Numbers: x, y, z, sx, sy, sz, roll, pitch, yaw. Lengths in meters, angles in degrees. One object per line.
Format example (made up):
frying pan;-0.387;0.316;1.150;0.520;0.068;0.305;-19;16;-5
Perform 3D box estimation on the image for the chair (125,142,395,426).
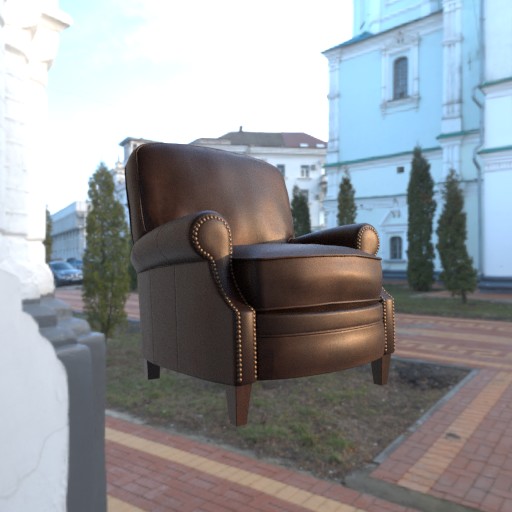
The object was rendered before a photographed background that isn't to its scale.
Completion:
chair;0.000;0.000;1.834;0.936;1.018;0.986;0;-1;-38
